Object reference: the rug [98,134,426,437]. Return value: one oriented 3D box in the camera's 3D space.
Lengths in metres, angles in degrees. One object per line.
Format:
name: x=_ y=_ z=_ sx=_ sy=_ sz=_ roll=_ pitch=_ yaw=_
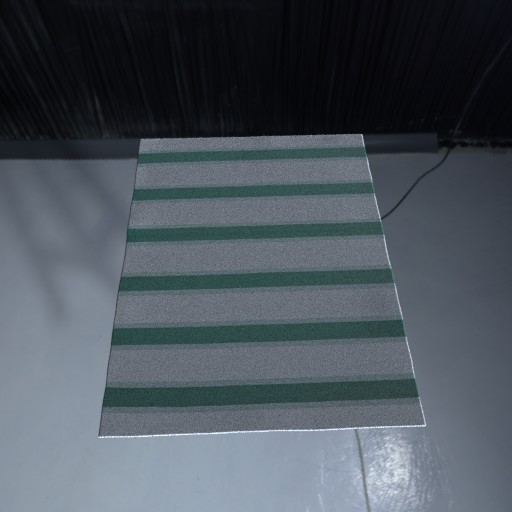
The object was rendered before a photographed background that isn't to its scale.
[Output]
rug: x=0.000 y=0.000 z=4.058 sx=2.434 sy=0.019 sz=3.041 roll=-2 pitch=59 yaw=-1
